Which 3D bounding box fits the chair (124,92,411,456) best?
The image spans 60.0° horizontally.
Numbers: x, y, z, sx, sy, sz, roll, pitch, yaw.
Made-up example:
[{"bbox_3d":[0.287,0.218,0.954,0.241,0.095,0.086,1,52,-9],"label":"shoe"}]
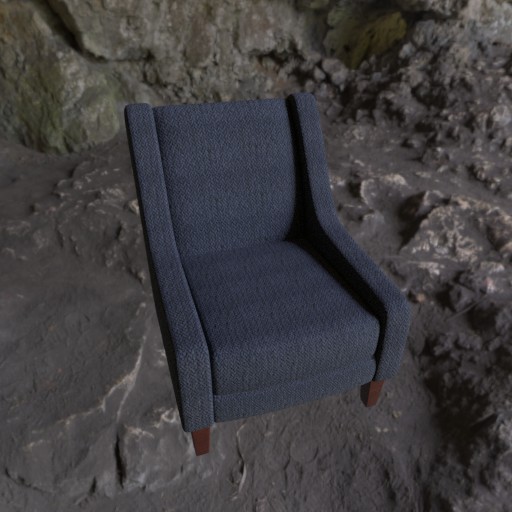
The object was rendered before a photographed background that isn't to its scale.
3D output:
[{"bbox_3d":[0.000,0.000,1.704,0.793,1.012,0.944,-10,32,-16],"label":"chair"}]
